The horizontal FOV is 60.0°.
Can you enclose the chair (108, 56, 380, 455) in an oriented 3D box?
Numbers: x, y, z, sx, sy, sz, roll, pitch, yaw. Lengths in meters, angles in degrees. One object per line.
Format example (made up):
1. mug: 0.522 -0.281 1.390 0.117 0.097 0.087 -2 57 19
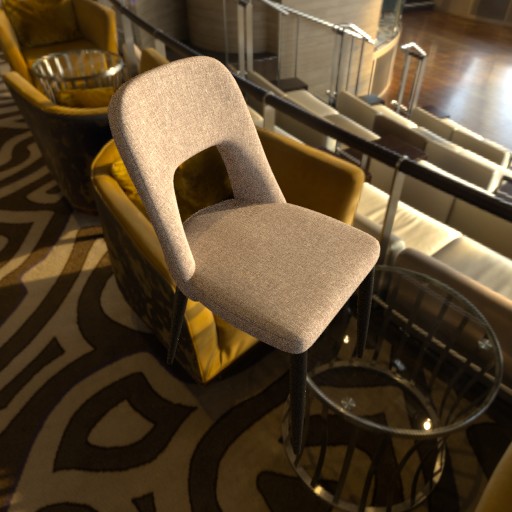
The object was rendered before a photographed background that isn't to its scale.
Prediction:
1. chair: 0.000 0.000 1.248 0.612 0.931 0.470 25 47 26
